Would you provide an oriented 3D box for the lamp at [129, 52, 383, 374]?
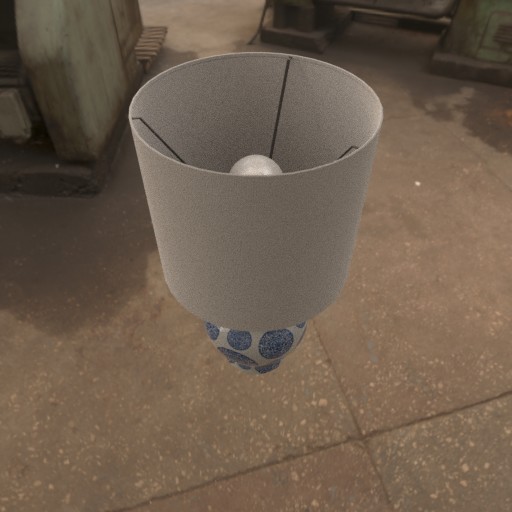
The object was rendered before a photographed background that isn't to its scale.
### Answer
[{"bbox_3d":[0.000,0.000,0.518,0.215,0.381,0.215,-10,47,-9],"label":"lamp"}]
